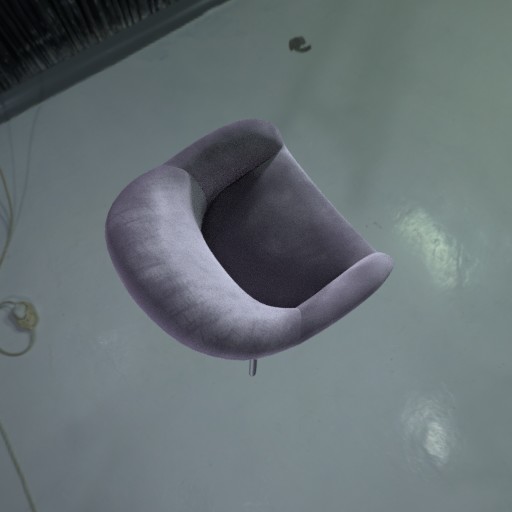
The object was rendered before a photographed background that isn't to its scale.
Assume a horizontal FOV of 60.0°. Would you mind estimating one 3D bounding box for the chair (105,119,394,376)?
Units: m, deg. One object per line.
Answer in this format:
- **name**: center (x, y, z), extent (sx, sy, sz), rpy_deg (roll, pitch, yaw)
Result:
- **chair**: center (0.000, 0.000, 1.223), extent (0.590, 0.795, 0.550), rpy_deg (-36, 77, -10)
